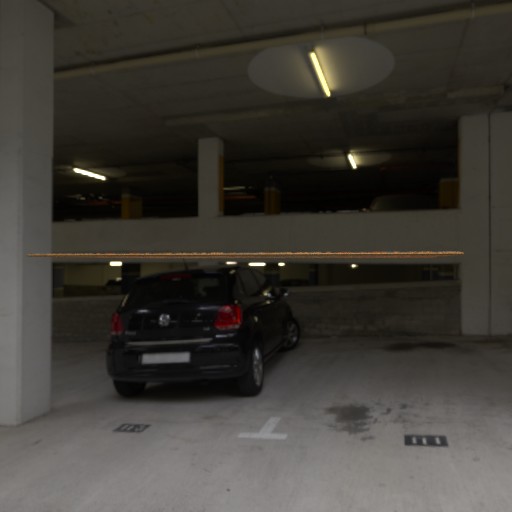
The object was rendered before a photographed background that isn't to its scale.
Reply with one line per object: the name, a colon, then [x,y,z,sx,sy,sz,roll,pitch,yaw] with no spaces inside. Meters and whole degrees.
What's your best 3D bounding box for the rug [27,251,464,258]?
rug: [0.000,0.000,2.239,1.758,0.013,1.148,0,-1,17]
